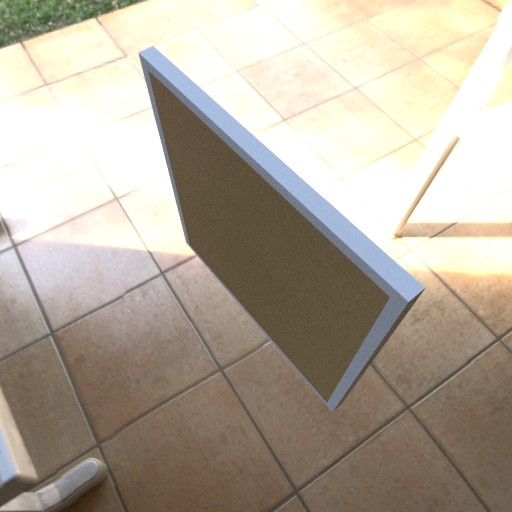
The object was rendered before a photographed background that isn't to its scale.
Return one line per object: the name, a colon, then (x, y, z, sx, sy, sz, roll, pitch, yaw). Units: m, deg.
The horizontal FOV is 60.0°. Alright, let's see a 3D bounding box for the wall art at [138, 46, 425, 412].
wall art: (0.000, 0.000, 1.138, 0.038, 0.761, 0.763, -35, 65, -19)
